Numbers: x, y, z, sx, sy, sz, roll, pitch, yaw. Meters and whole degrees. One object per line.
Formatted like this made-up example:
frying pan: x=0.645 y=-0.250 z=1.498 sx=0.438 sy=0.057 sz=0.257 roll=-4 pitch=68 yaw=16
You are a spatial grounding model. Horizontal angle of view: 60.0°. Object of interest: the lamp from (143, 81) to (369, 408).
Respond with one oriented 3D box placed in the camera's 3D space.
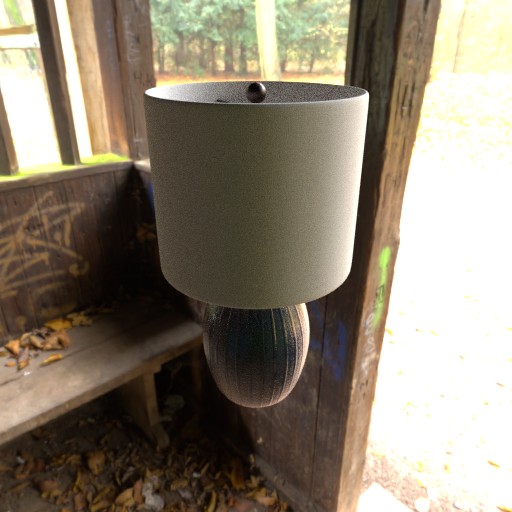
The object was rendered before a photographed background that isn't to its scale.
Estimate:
lamp: x=0.000 y=0.000 z=0.778 sx=0.329 sy=0.570 sz=0.329 roll=9 pitch=27 yaw=17
